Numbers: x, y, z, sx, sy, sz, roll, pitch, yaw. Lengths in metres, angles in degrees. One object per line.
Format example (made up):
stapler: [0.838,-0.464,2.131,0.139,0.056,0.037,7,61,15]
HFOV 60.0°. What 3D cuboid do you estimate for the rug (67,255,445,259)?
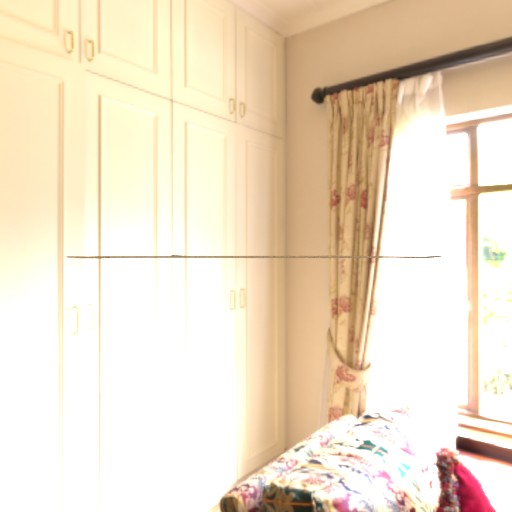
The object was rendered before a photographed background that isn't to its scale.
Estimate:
rug: [0.000,0.000,2.314,1.209,0.019,1.828,0,0,0]
